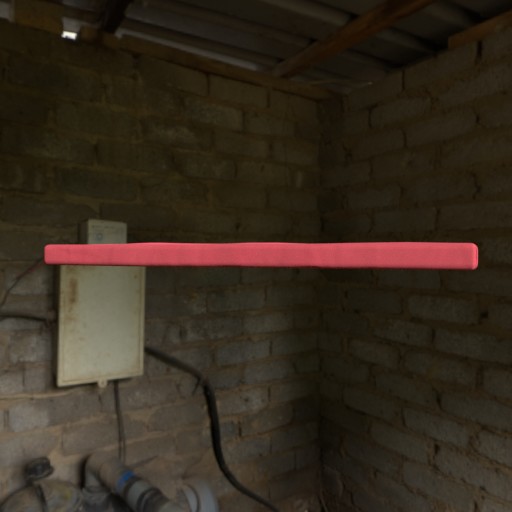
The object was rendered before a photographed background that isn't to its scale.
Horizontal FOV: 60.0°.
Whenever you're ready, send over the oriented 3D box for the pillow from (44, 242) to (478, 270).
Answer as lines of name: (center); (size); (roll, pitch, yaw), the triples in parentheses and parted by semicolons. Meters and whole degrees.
pillow: (0.000, 0.000, 1.342); (1.187, 0.081, 0.492); (0, 1, 17)
